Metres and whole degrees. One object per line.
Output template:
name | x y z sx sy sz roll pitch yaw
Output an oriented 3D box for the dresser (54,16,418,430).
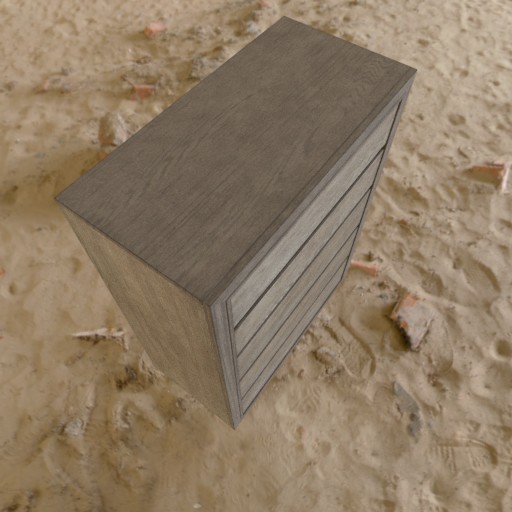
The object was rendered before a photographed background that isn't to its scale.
dresser | 0.000 0.000 1.731 0.483 1.295 0.967 32 63 18
